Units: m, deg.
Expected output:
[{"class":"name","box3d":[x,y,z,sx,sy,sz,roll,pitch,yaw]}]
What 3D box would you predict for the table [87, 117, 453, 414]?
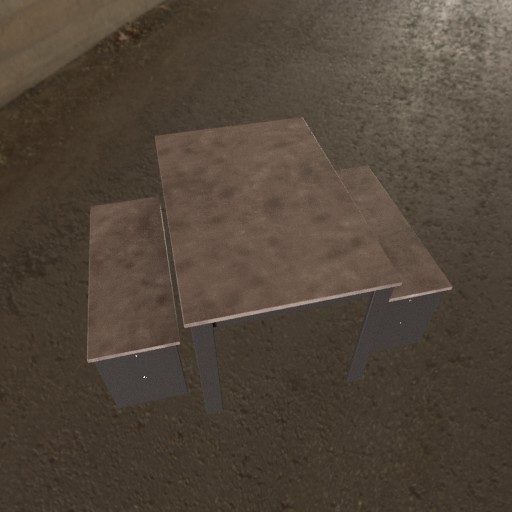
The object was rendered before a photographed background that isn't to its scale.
[{"class":"table","box3d":[0.000,0.000,2.039,1.443,0.700,1.100,-10,48,-9]}]
